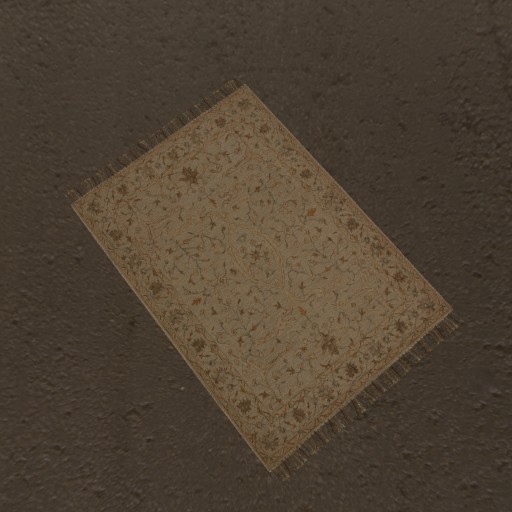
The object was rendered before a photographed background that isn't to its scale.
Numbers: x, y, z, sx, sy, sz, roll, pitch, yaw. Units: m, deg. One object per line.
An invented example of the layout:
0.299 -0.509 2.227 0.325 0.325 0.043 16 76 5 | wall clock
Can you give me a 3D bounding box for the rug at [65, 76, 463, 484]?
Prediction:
0.000 0.000 2.334 1.218 0.017 1.861 -38 78 -9 | rug
